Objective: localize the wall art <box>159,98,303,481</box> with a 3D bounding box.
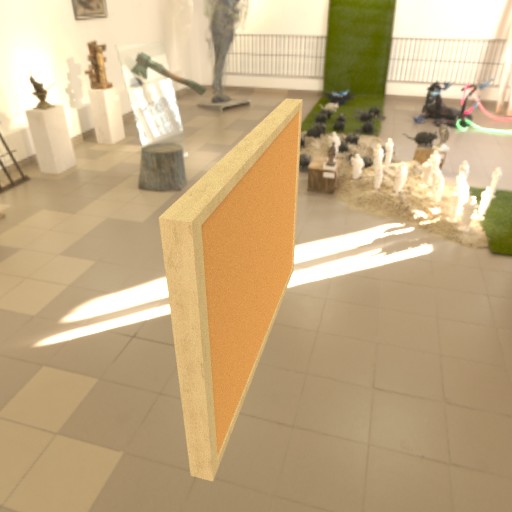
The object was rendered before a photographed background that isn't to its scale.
[{"bbox_3d":[0.000,0.000,0.709,0.032,0.380,0.532,8,32,13],"label":"wall art"}]
